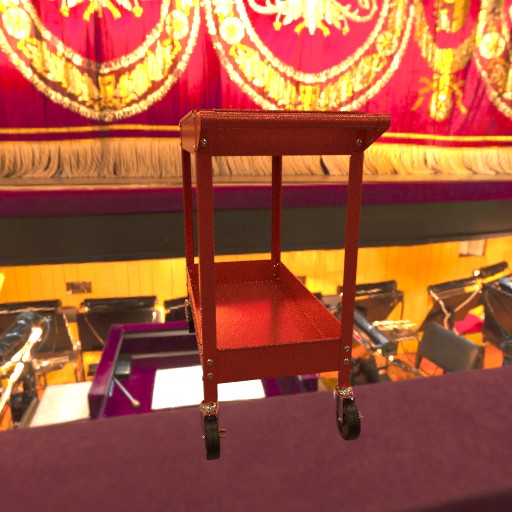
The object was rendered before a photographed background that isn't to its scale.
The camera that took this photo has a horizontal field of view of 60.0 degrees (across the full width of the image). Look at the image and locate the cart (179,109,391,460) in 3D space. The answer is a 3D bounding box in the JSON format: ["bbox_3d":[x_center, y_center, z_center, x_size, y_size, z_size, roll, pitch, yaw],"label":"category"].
[{"bbox_3d":[0.000,0.000,1.197,0.366,0.719,0.779,-3,15,-11],"label":"cart"}]
